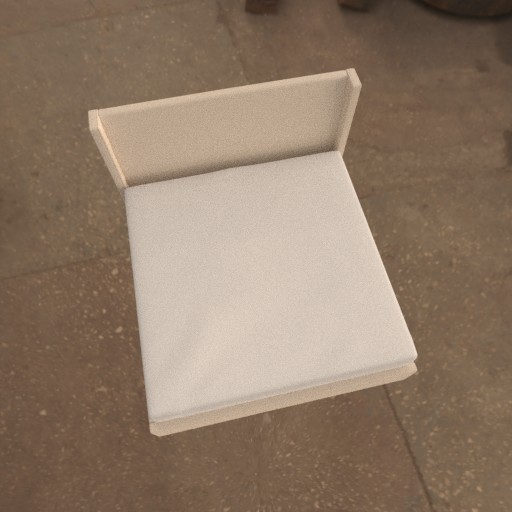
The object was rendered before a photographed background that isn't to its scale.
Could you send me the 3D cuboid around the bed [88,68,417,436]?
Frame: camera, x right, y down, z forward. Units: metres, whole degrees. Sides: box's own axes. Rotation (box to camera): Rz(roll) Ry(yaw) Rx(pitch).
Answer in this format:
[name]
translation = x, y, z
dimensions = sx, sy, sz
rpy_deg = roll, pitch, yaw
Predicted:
[bed]
translation = 0.000, 0.000, 3.654
dimensions = 2.145, 1.471, 2.293
rpy_deg = -11, 64, -5
